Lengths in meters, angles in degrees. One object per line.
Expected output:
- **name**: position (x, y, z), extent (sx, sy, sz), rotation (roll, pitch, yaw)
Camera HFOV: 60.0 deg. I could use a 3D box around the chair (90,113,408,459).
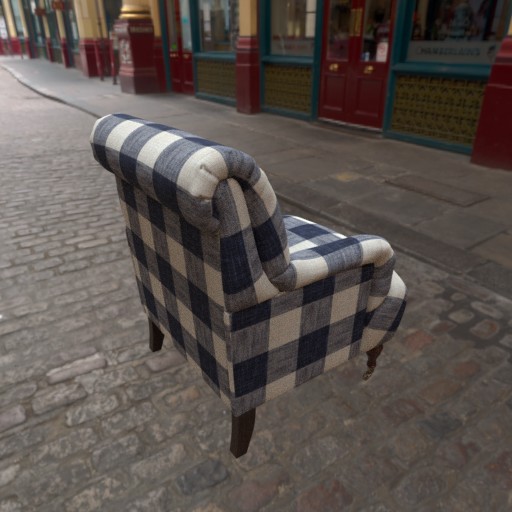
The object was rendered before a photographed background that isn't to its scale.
- **chair**: position (0.000, 0.000, 1.575), extent (0.848, 0.953, 0.781), rotation (-17, 30, -31)
